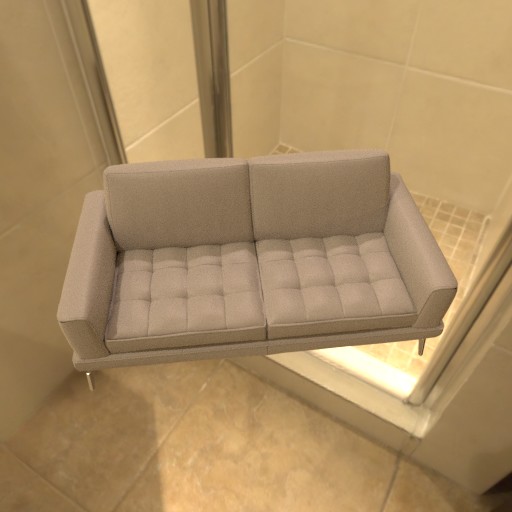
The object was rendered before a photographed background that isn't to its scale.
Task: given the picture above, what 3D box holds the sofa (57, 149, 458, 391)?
[{"bbox_3d":[0.000,0.000,2.752,2.177,0.930,1.121,-4,47,-4],"label":"sofa"}]
